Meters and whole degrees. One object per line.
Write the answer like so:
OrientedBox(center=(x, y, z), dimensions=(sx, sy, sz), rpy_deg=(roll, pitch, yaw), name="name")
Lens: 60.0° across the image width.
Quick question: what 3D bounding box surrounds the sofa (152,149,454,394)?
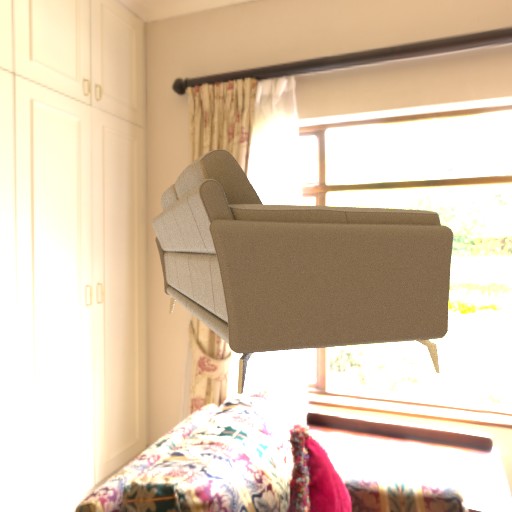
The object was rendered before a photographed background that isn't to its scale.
OrientedBox(center=(0.000, 0.000, 2.626), dimensions=(1.049, 0.930, 2.101), rpy_deg=(0, 1, -18), name="sofa")
